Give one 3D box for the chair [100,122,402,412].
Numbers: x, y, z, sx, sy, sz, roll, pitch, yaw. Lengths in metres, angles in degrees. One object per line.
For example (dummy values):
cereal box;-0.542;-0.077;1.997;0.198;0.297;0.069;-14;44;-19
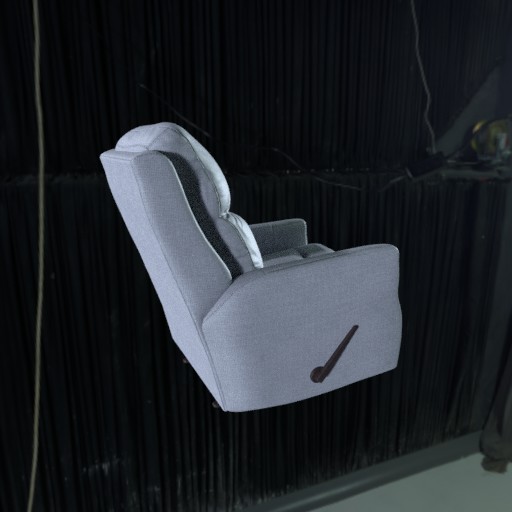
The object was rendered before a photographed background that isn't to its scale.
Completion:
chair;0.000;0.000;1.827;1.080;1.030;0.829;-7;16;-25
